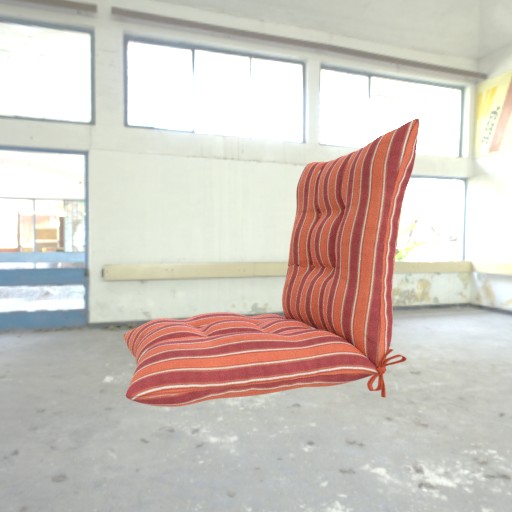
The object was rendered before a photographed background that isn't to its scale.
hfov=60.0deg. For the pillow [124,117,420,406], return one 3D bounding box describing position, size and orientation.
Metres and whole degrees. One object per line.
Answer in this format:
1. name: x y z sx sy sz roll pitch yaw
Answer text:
1. pillow: 0.000 0.000 1.015 0.585 0.536 0.541 0 2 -17
